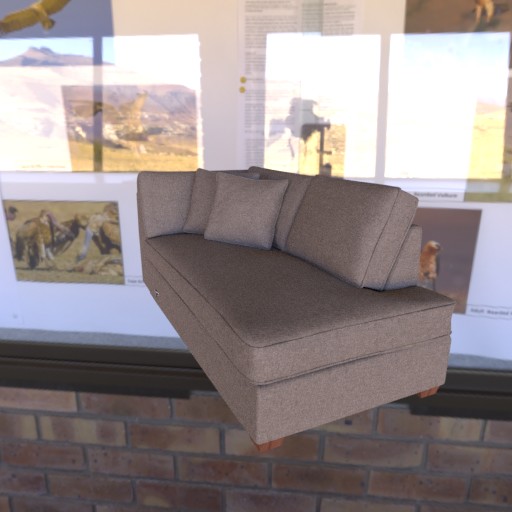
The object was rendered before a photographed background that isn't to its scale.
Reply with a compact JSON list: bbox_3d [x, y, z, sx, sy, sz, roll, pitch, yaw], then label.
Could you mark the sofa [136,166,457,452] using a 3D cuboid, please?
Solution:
[{"bbox_3d":[0.000,0.000,2.832,1.110,1.033,2.237,-8,18,-25],"label":"sofa"}]
